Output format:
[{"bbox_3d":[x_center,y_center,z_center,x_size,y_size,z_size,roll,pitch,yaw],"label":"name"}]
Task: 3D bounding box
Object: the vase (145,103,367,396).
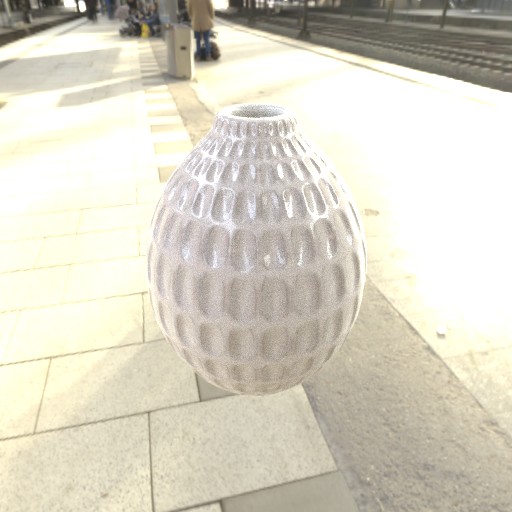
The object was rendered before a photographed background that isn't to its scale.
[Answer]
[{"bbox_3d":[0.000,0.000,0.262,0.128,0.167,0.128,0,30,0],"label":"vase"}]
